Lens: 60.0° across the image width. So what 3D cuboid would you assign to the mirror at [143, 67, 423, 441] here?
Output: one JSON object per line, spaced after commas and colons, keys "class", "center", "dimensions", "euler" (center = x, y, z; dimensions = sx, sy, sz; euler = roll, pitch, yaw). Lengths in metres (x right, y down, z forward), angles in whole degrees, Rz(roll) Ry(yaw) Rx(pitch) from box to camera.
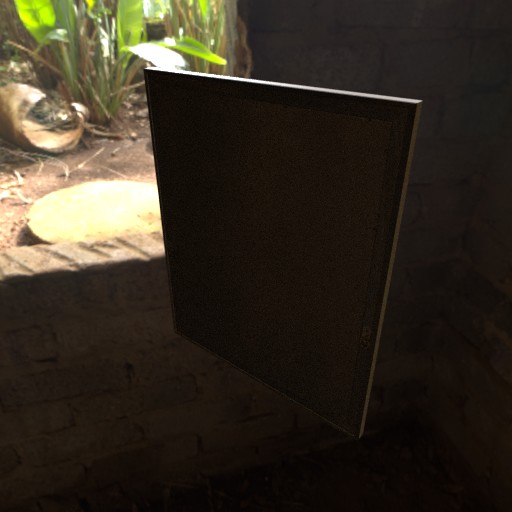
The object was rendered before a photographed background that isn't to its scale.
{"class": "mirror", "center": [0.000, 0.000, 1.191], "dimensions": [0.730, 0.882, 0.032], "euler": [22, 36, 33]}
